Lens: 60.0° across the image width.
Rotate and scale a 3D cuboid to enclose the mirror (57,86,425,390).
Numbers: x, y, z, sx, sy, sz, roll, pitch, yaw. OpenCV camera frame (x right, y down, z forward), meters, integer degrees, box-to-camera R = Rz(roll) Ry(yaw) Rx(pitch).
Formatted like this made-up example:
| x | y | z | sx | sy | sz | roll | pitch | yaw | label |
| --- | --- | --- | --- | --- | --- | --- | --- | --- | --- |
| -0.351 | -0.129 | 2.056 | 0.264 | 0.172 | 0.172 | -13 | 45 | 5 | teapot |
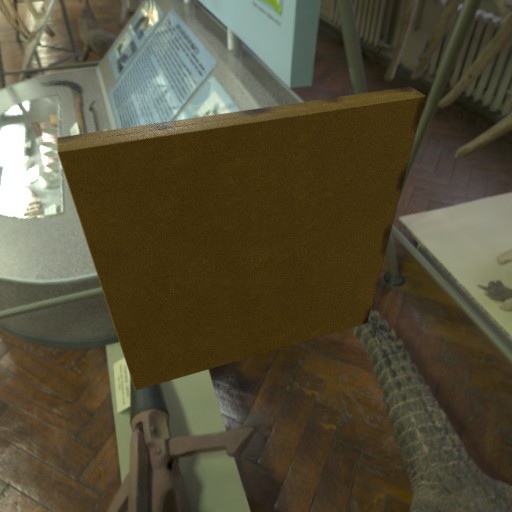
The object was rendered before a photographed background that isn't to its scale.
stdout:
| x | y | z | sx | sy | sz | roll | pitch | yaw | label |
| --- | --- | --- | --- | --- | --- | --- | --- | --- | --- |
| 0.000 | 0.000 | 0.763 | 0.509 | 0.507 | 0.042 | -13 | 43 | -14 | mirror |
